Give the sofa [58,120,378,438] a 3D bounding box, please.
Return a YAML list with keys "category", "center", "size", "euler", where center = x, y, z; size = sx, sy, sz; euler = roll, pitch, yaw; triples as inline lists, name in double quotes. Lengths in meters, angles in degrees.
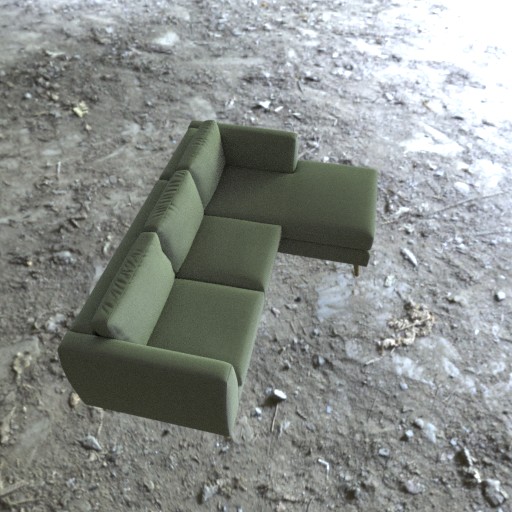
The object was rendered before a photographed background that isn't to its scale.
- category: "sofa"
  center: [0.000, 0.000, 3.048]
  size: [1.580, 0.860, 2.300]
  euler: [9, 49, 8]
